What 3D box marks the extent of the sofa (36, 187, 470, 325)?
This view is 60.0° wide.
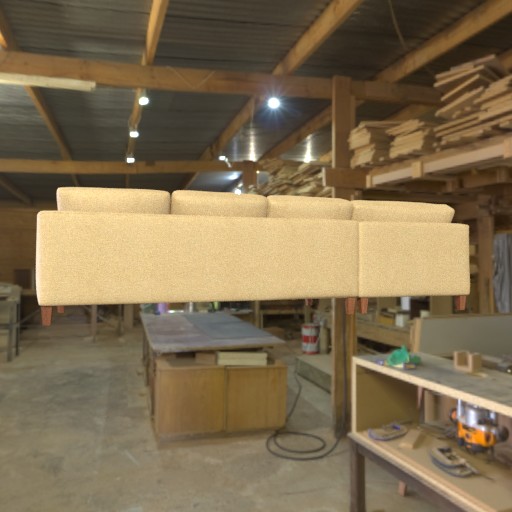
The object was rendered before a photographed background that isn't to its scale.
[{"bbox_3d":[0.000,0.000,3.789,3.201,0.876,1.502,0,-1,-17],"label":"sofa"}]
